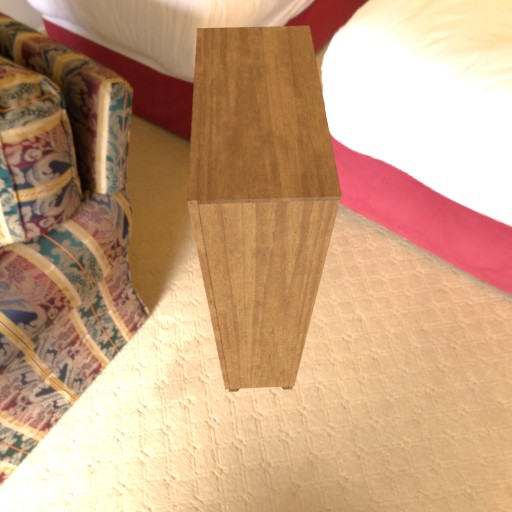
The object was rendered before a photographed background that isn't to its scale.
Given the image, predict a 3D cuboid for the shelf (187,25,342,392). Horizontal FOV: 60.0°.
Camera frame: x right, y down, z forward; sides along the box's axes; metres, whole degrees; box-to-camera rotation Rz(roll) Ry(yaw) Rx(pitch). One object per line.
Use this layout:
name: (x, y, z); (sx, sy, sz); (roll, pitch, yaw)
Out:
shelf: (0.000, 0.000, 2.292); (0.453, 1.930, 0.864); (-2, 57, -1)
